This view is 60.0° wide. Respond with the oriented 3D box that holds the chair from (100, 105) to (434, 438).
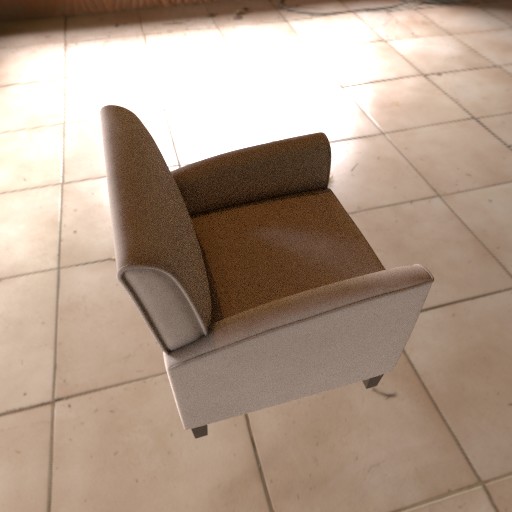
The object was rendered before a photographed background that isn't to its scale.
[{"bbox_3d":[0.000,0.000,1.544,0.820,0.915,0.820,-12,48,-11],"label":"chair"}]
